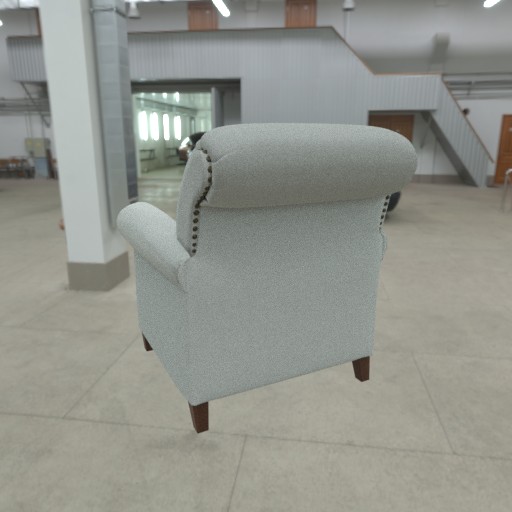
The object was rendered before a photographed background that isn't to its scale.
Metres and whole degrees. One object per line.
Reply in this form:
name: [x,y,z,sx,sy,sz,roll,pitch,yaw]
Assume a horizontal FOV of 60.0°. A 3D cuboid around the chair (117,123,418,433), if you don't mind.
chair: [0.000,0.000,1.642,0.854,0.927,0.890,-8,17,-26]
